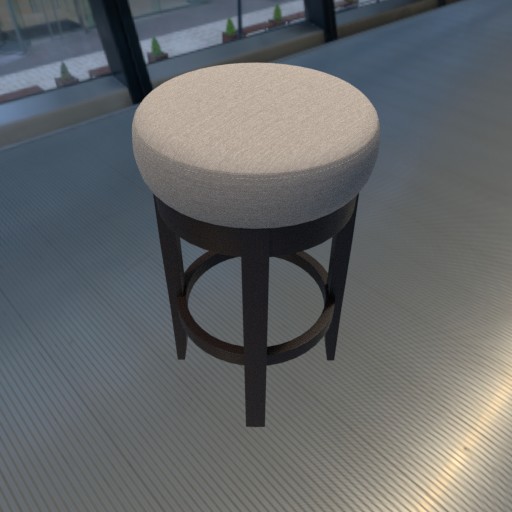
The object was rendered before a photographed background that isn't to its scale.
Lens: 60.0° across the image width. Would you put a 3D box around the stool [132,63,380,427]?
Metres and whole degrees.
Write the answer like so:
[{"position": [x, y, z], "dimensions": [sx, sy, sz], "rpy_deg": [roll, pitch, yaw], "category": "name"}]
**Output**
[{"position": [0.000, 0.000, 1.017], "dimensions": [0.443, 0.757, 0.443], "rpy_deg": [0, 42, 0], "category": "stool"}]
